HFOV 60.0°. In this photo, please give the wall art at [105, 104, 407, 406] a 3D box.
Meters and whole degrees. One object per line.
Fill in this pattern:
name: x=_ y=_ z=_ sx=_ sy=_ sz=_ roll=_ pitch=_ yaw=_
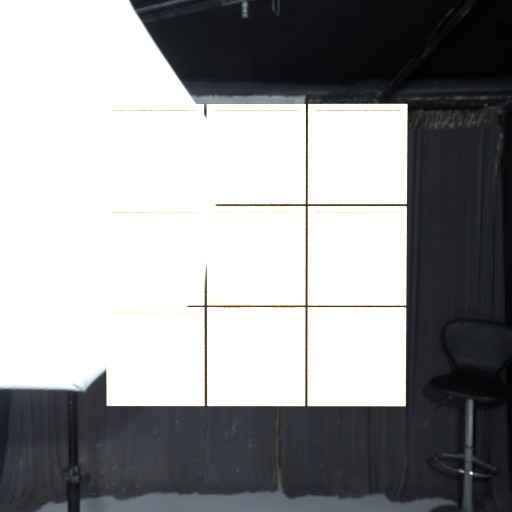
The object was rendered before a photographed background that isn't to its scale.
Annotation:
wall art: x=0.000 y=0.000 z=1.798 sx=1.214 sy=1.219 sz=0.013 roll=0 pitch=1 yaw=0
